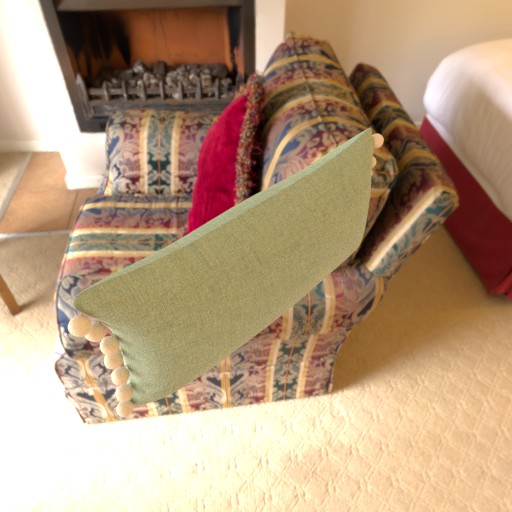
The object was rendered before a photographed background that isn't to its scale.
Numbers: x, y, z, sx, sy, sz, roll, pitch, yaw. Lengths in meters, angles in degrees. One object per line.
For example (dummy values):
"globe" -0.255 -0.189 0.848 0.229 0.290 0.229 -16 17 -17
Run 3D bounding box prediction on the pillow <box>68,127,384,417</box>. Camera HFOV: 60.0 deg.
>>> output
"pillow" 0.000 0.000 0.847 0.709 0.322 0.201 -35 55 -29
